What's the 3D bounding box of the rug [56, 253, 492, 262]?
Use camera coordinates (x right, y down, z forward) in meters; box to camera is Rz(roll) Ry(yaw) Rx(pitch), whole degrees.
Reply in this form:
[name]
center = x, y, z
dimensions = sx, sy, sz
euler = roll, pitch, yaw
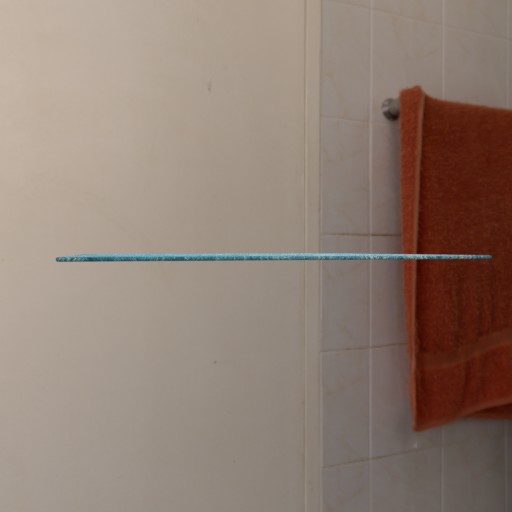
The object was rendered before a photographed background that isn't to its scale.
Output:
[rug]
center = 0.000, 0.000, 4.219
dimensions = 3.217, 0.027, 2.405
euler = 0, 1, -18
